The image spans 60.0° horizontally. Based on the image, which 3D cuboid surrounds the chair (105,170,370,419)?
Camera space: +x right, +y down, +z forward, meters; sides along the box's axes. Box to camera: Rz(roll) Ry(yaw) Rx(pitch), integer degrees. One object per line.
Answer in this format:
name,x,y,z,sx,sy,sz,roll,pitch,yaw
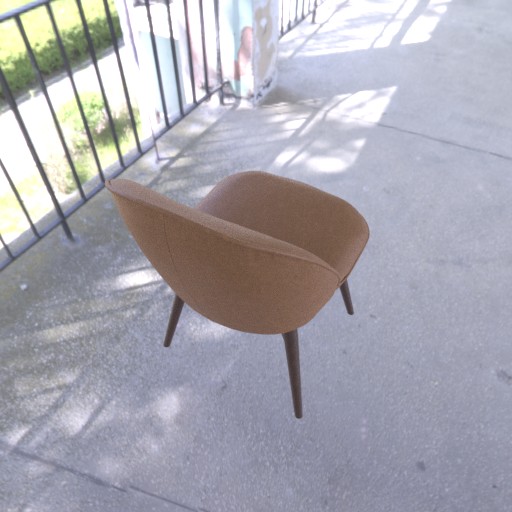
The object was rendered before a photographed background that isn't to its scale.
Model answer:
chair,0.000,0.000,1.218,0.521,0.831,0.631,23,52,19
